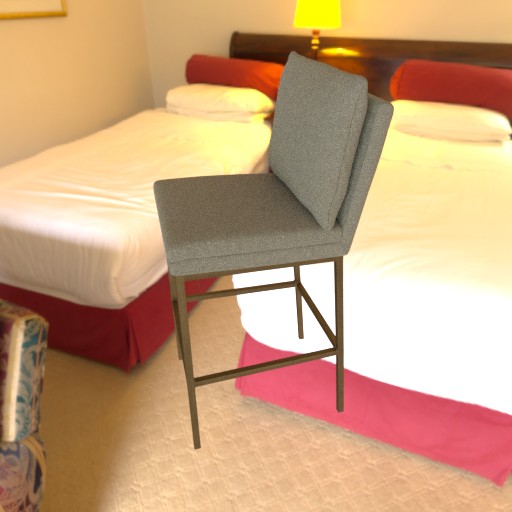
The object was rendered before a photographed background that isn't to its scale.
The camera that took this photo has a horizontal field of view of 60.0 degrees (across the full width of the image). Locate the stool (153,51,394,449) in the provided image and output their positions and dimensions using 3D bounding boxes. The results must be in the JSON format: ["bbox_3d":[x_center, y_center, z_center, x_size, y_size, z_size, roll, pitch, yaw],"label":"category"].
[{"bbox_3d":[0.000,0.000,1.400,0.569,1.132,0.463,-8,32,-13],"label":"stool"}]
